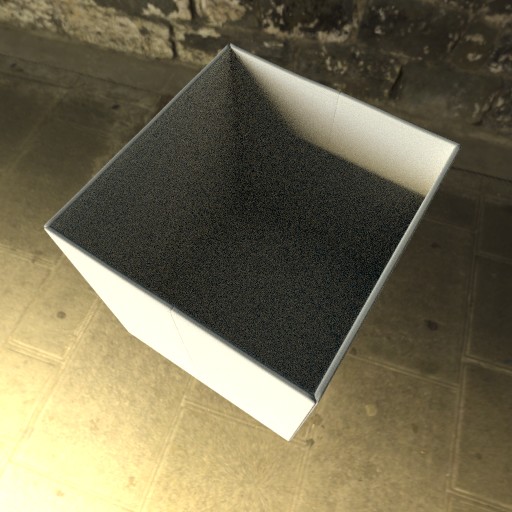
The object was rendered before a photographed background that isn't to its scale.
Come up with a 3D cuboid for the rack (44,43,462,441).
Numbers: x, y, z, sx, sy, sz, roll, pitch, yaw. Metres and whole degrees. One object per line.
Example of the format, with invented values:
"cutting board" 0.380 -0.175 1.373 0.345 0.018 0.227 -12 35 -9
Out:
"rack" 0.000 0.000 0.499 0.270 0.280 0.270 30 66 15
